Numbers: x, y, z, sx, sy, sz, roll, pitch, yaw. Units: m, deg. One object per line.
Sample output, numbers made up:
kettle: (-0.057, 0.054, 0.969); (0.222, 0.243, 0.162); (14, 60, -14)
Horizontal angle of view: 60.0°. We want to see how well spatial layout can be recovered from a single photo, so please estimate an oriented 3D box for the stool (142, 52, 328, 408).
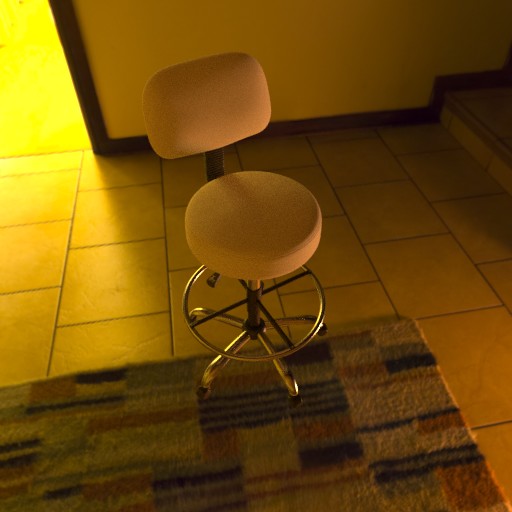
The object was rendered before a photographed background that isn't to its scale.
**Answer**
stool: (0.000, 0.000, 1.451); (0.609, 1.080, 0.616); (-23, 50, -21)
